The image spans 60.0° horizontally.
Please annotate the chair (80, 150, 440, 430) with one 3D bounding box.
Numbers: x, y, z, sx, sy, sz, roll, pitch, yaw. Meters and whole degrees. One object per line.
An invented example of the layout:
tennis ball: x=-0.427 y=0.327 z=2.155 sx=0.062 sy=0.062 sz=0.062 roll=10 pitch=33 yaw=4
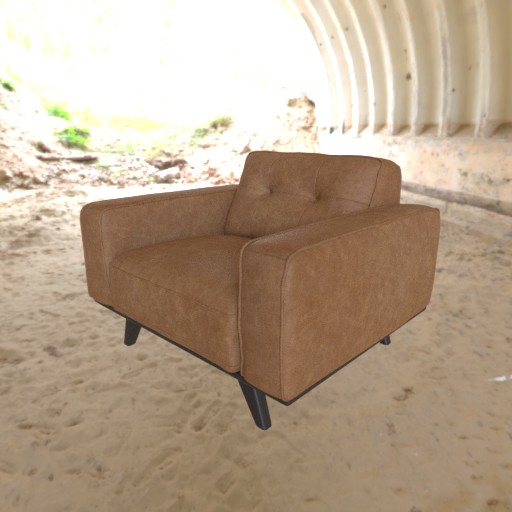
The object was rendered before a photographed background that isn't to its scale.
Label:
chair: x=0.000 y=0.000 z=1.771 sx=1.118 sy=0.782 sz=0.952 roll=15 pitch=22 yaw=42
